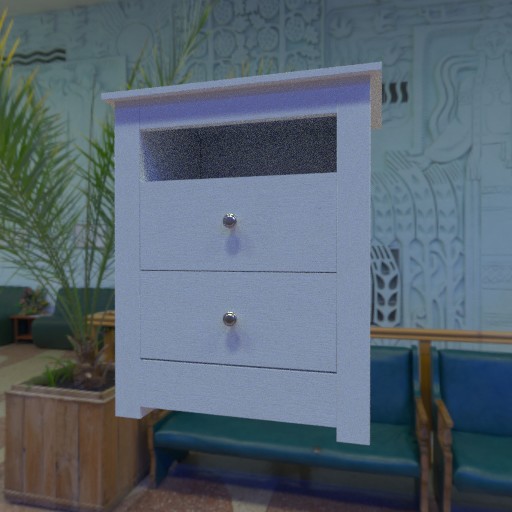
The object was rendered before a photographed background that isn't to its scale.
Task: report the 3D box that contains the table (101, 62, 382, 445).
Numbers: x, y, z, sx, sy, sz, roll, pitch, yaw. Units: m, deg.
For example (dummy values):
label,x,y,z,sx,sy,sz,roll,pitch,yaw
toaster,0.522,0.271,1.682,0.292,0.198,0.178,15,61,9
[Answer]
label,x,y,z,sx,sy,sz,roll,pitch,yaw
table,0.000,0.000,1.082,0.589,0.711,0.406,0,0,16
